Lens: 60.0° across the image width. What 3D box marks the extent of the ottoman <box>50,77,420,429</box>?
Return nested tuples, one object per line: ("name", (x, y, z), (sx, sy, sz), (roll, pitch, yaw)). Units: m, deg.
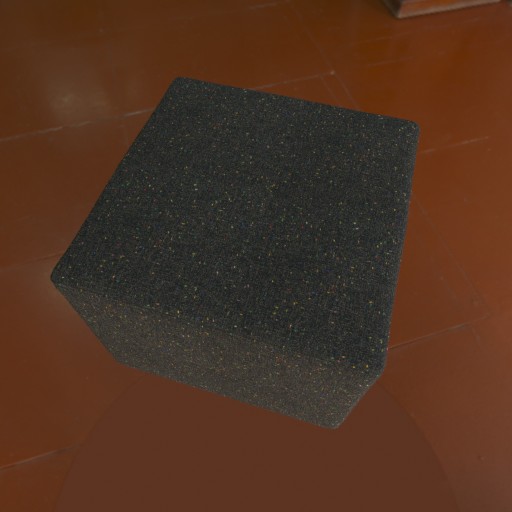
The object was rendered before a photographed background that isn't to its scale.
("ottoman", (0.000, 0.000, 0.900), (0.508, 0.432, 0.508), (14, 59, 9))
